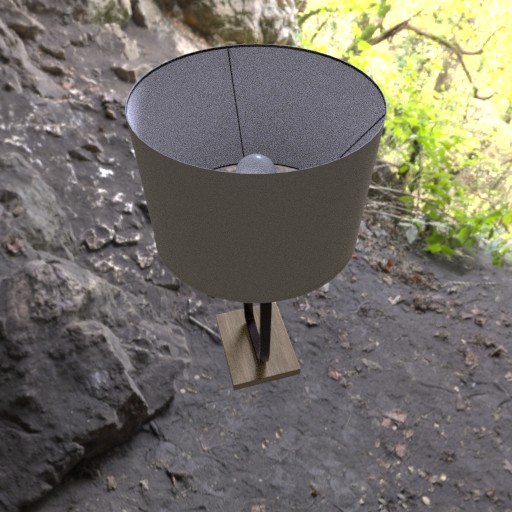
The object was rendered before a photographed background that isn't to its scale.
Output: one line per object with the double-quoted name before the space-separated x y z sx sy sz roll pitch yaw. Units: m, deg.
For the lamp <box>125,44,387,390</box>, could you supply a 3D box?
"lamp" 0.000 0.000 0.665 0.279 0.508 0.279 -11 48 -10
